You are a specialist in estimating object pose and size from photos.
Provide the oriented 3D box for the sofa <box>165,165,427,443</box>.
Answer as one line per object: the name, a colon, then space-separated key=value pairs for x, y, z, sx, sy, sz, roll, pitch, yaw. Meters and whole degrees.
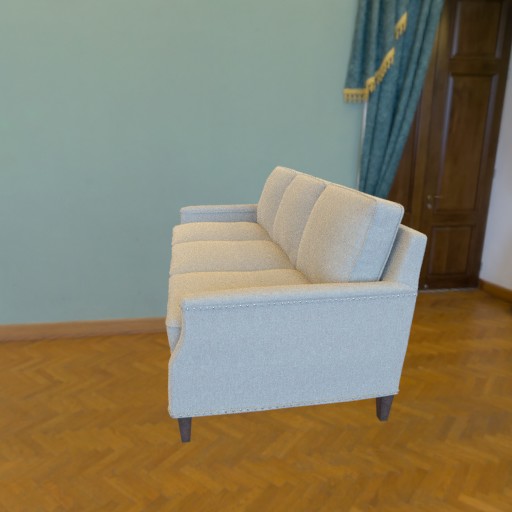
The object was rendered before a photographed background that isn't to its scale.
sofa: x=0.000 y=0.000 z=2.829 sx=1.084 sy=1.003 sz=2.246 roll=-3 pitch=16 yaw=-9
